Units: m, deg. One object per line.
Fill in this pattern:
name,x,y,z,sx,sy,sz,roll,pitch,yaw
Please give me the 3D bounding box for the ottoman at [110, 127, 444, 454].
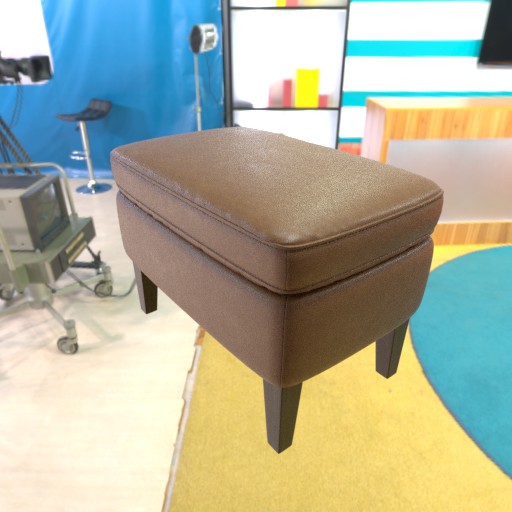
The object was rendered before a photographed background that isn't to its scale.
ottoman,0.000,0.000,1.016,0.420,0.480,0.670,-20,34,-33
